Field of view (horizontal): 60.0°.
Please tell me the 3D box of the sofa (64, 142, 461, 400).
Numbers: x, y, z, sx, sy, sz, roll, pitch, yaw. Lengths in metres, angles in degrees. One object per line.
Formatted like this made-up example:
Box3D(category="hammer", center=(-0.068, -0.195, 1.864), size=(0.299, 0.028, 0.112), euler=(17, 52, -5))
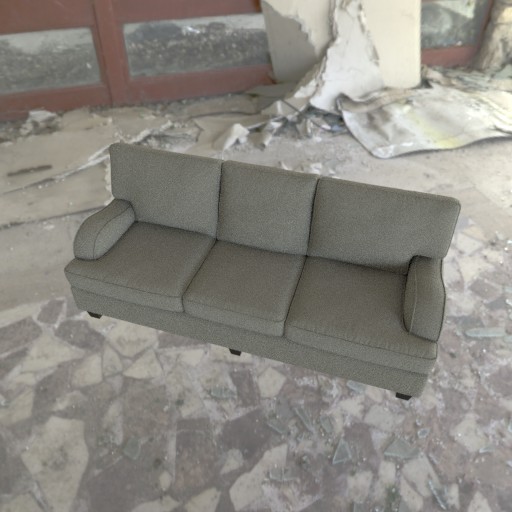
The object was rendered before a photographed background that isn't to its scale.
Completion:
Box3D(category="sofa", center=(0.000, 0.000, 2.898), size=(2.323, 0.997, 1.016), euler=(12, 42, 13))
